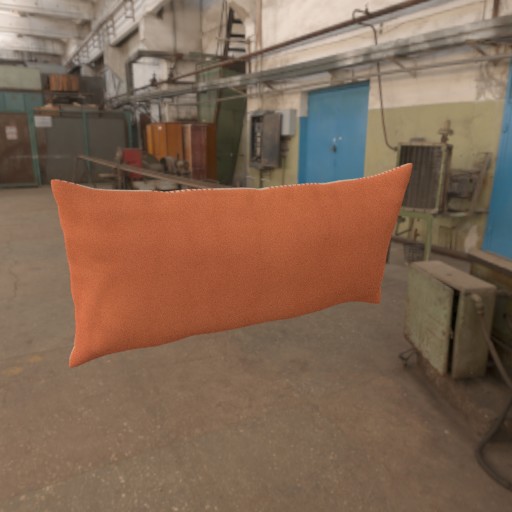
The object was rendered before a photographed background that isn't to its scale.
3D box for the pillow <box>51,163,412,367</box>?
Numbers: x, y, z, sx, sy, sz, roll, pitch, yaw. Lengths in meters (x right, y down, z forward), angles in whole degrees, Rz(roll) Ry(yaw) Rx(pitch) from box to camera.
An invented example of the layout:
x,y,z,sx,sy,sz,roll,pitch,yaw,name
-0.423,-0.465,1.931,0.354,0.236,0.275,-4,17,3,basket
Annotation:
x,y,z,sx,sy,sz,roll,pitch,yaw,name
0.000,0.000,0.744,0.608,0.292,0.156,-8,17,-26,pillow
